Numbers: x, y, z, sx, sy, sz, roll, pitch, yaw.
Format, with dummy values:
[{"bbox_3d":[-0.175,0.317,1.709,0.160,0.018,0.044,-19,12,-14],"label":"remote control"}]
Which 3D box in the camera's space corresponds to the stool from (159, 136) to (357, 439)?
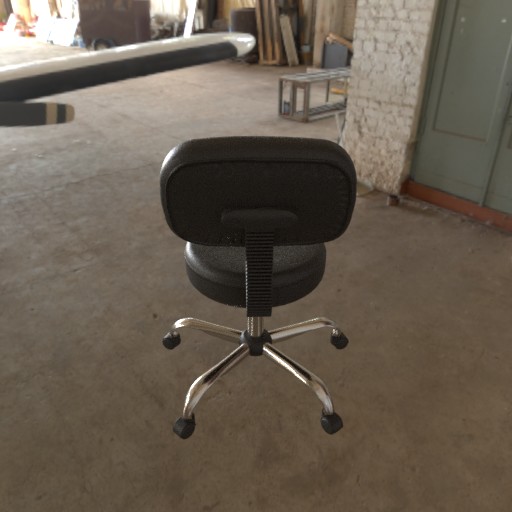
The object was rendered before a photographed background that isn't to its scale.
[{"bbox_3d":[0.000,0.000,1.325,0.673,0.862,0.648,-1,30,-1],"label":"stool"}]
